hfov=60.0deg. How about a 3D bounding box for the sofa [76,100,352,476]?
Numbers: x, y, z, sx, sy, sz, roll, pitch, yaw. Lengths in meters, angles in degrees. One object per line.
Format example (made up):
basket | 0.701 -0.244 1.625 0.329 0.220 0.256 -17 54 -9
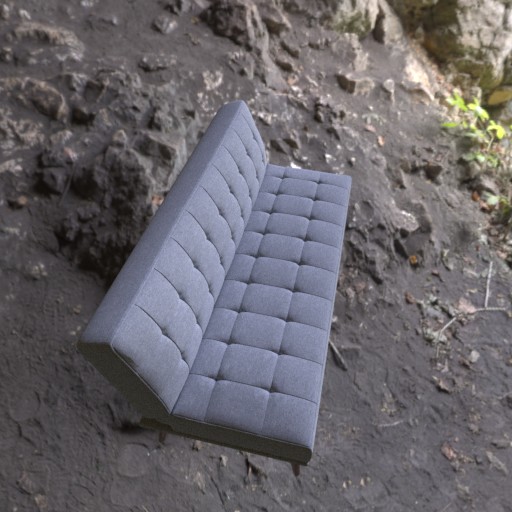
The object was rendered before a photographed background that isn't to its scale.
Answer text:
sofa | 0.000 0.000 2.291 0.860 0.810 1.800 10 46 9
